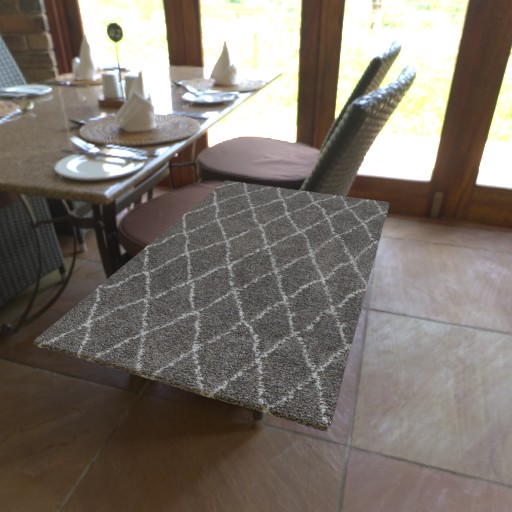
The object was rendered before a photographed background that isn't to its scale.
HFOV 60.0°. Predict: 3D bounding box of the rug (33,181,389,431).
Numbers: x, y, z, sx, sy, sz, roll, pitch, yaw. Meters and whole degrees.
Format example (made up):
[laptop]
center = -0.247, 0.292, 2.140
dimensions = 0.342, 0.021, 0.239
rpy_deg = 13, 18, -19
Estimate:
[rug]
center = 0.000, 0.000, 3.003
dimensions = 1.524, 0.030, 2.438
rpy_deg = 10, 32, 17
